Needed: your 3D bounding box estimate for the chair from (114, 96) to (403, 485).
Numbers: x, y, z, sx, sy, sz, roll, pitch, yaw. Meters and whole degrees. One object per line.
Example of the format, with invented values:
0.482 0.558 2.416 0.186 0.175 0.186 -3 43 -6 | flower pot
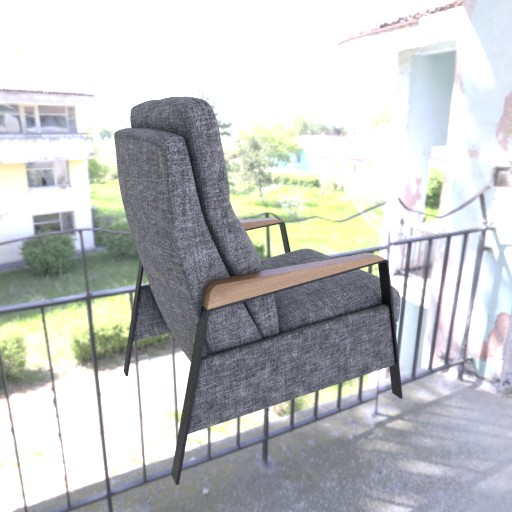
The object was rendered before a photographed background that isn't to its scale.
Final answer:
0.000 0.000 1.570 0.868 1.042 0.671 -9 19 -27 | chair
